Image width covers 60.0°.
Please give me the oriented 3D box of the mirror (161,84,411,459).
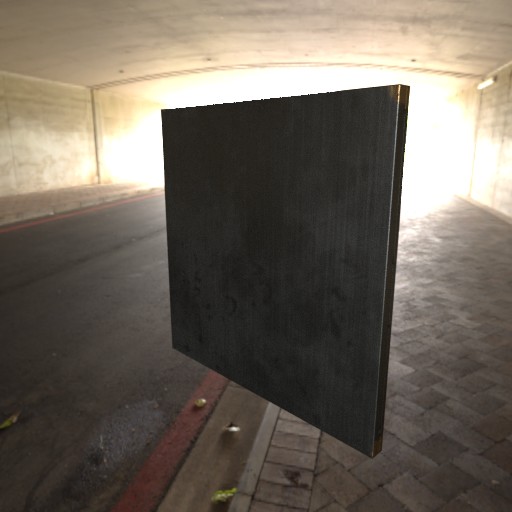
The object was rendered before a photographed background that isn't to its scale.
[{"bbox_3d":[0.000,0.000,0.572,0.020,0.381,0.382,-13,19,-43],"label":"mirror"}]
